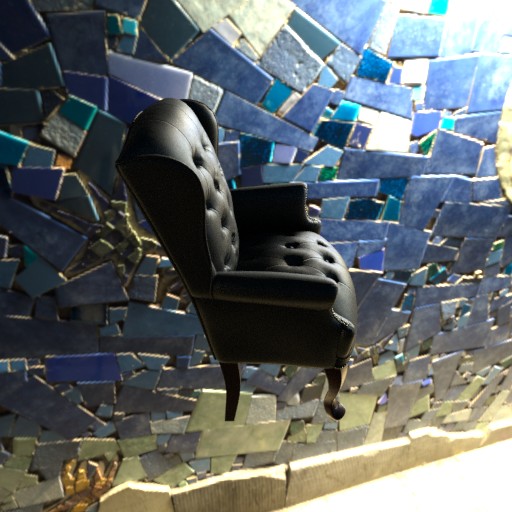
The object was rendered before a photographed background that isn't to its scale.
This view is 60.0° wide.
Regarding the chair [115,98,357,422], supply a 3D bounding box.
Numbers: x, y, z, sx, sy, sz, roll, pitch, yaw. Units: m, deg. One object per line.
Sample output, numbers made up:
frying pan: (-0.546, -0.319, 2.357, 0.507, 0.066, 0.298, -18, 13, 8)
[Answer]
chair: (0.000, 0.000, 1.677, 0.762, 1.111, 0.838, -1, 31, -1)
